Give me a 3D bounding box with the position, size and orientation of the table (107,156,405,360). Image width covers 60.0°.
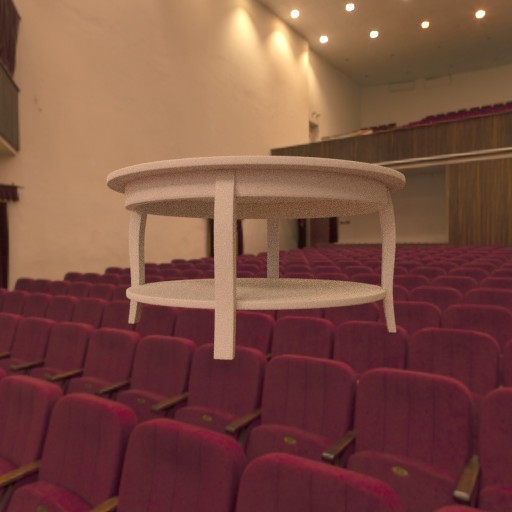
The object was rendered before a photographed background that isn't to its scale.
[{"bbox_3d":[0.000,0.000,1.430,0.910,0.457,0.910,0,1,0],"label":"table"}]
